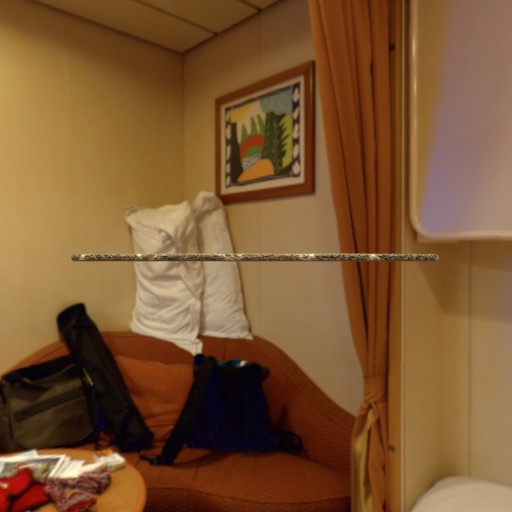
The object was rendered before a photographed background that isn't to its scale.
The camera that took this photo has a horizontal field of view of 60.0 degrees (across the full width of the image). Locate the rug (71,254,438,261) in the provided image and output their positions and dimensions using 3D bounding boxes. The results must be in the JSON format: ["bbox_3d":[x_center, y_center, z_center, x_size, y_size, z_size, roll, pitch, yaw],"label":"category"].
[{"bbox_3d":[0.000,0.000,3.041,1.524,0.030,2.438,0,0,0],"label":"rug"}]
